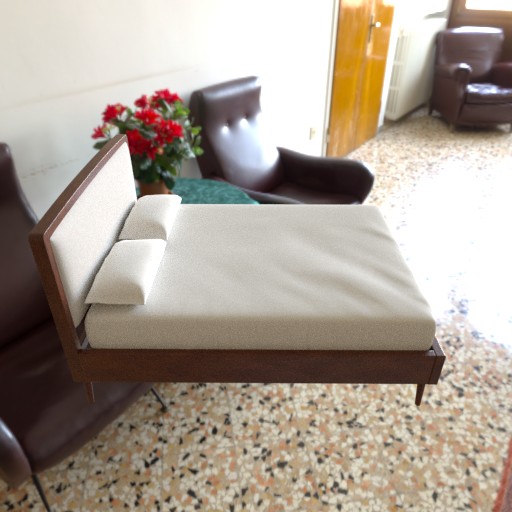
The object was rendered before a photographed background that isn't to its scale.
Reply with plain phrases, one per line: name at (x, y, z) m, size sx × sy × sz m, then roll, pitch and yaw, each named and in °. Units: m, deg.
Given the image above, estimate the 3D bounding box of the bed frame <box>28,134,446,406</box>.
bed frame at (0.000, 0.000, 3.102) m, size 2.171 × 1.279 × 1.587 m, roll 0°, pitch 33°, yaw 0°
